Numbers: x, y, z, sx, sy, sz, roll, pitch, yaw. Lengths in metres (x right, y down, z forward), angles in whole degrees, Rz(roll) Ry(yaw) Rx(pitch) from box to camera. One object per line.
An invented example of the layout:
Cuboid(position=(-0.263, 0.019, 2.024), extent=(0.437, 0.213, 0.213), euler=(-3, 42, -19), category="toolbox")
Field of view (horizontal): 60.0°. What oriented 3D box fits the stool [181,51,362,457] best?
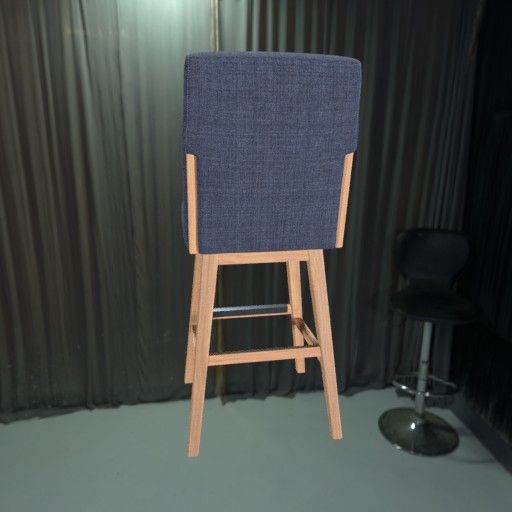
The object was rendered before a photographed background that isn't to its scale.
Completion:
Cuboid(position=(0.000, 0.000, 1.412), extent=(0.483, 1.112, 0.570), euler=(-3, 15, -10), category="stool")
